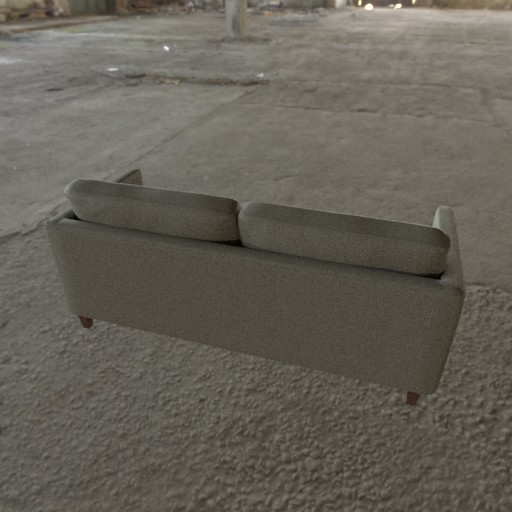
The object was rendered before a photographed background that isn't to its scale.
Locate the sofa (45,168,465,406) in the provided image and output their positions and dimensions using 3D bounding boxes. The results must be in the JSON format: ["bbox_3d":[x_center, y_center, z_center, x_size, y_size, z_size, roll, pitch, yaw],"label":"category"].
[{"bbox_3d":[0.000,0.000,2.694,2.208,0.960,0.956,10,33,15],"label":"sofa"}]
